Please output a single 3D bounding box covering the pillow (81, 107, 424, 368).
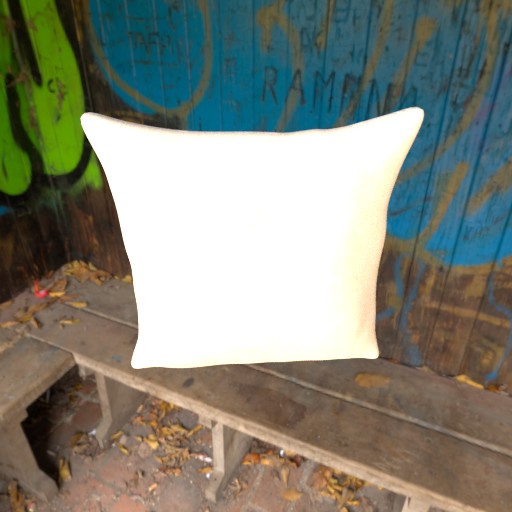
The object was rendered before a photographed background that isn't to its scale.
[{"bbox_3d":[0.000,0.000,0.672,0.436,0.432,0.138,-2,31,-3],"label":"pillow"}]
